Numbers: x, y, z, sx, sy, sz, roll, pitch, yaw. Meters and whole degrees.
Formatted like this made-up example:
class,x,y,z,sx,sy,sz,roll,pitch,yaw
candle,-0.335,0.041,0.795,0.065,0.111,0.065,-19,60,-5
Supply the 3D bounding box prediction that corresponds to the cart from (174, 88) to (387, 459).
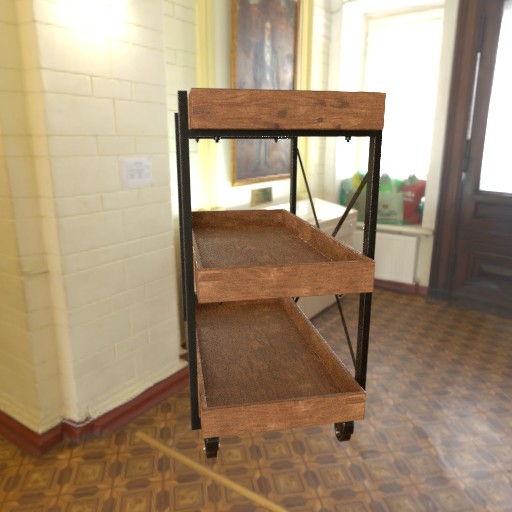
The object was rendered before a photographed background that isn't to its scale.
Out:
class,x,y,z,sx,sy,sz,roll,pitch,yaw
cart,0.000,0.000,1.246,0.411,0.800,0.750,-3,15,-10
